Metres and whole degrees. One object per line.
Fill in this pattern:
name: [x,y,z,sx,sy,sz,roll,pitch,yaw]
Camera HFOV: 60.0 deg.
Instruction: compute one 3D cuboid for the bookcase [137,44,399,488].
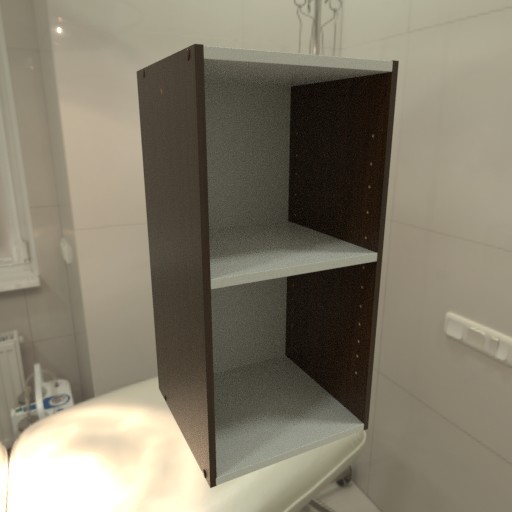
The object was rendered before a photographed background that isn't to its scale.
bookcase: [0.000,0.000,0.758,0.300,0.600,0.290,-8,18,-26]
